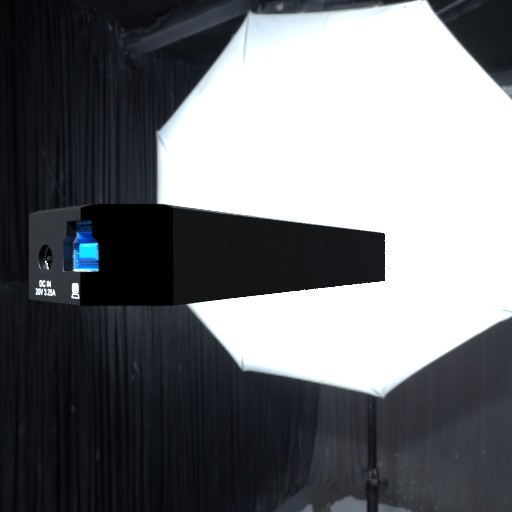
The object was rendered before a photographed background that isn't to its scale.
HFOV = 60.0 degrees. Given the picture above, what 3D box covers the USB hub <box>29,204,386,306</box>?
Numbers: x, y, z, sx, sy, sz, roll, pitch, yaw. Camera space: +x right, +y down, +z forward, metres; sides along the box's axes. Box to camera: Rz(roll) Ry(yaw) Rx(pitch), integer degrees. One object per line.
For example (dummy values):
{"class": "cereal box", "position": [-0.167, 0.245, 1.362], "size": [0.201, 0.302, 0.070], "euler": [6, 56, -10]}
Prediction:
{"class": "USB hub", "position": [0.000, 0.000, 0.161], "size": [0.044, 0.023, 0.145], "euler": [0, 0, 37]}
